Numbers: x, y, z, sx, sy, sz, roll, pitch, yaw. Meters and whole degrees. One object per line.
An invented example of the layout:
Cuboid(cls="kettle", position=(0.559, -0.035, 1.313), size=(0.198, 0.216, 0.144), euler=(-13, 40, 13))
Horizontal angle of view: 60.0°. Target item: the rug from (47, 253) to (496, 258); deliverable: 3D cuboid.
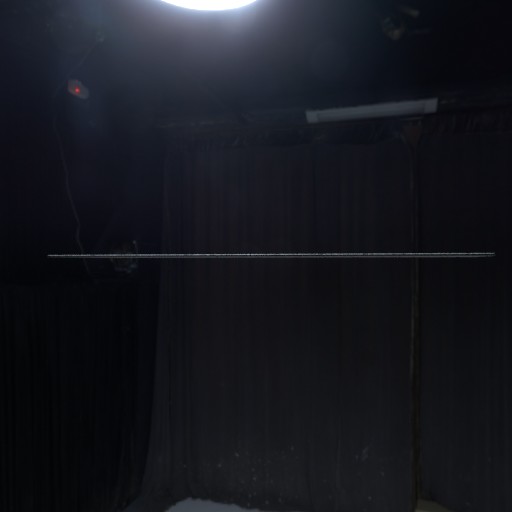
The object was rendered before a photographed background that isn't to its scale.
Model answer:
Cuboid(cls="rug", position=(0.000, 0.000, 2.646), size=(2.430, 0.012, 0.759), euler=(0, -1, 19))
